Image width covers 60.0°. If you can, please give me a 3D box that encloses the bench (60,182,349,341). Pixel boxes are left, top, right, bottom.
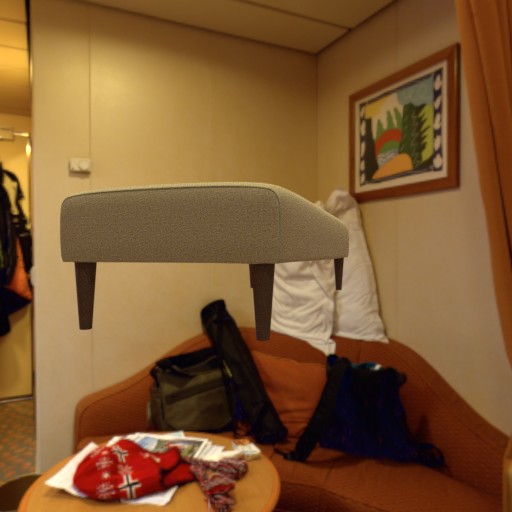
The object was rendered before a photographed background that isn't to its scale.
[{"bbox_3d":[0.000,0.000,1.864,0.646,0.393,1.609,0,0,17],"label":"bench"}]
